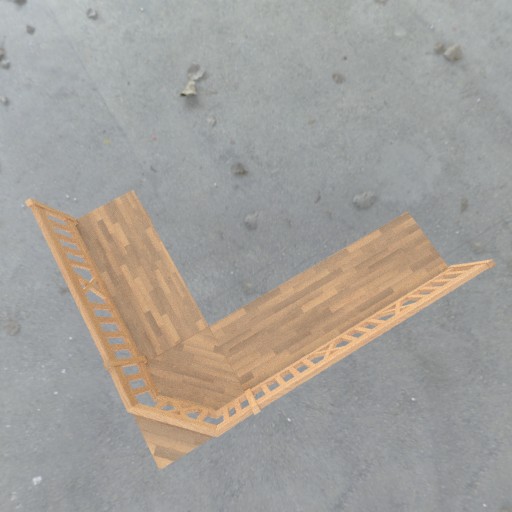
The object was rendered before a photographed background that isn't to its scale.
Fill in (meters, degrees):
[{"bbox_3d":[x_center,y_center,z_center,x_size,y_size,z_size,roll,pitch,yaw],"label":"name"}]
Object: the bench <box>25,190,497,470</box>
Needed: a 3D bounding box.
[{"bbox_3d":[0.000,0.000,2.730,1.937,0.902,1.537,-29,76,-8],"label":"bench"}]
